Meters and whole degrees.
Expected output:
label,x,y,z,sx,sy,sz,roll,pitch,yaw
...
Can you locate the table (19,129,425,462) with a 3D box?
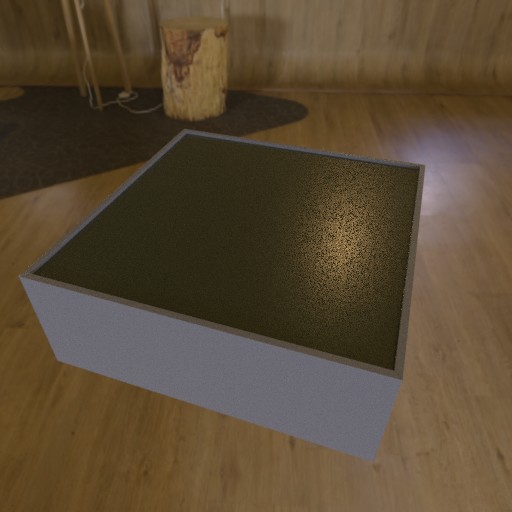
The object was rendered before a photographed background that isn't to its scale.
label,x,y,z,sx,sy,sz,roll,pitch,yaw
table,0.000,0.000,1.236,0.801,0.299,0.801,12,41,15
